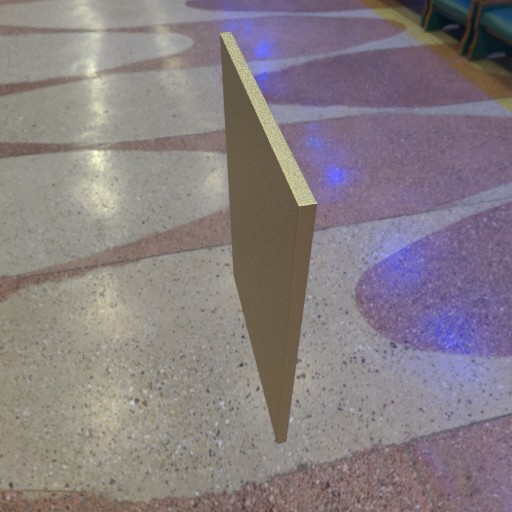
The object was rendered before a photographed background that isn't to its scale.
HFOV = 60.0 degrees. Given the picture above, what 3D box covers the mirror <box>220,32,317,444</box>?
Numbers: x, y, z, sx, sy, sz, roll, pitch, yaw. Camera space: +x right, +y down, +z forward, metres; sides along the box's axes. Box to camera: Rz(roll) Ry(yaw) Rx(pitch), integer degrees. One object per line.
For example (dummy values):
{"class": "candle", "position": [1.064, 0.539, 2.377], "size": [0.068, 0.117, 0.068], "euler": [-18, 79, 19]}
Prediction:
{"class": "mirror", "position": [0.000, 0.000, 1.345], "size": [0.032, 1.023, 0.756], "euler": [-9, 47, -9]}
